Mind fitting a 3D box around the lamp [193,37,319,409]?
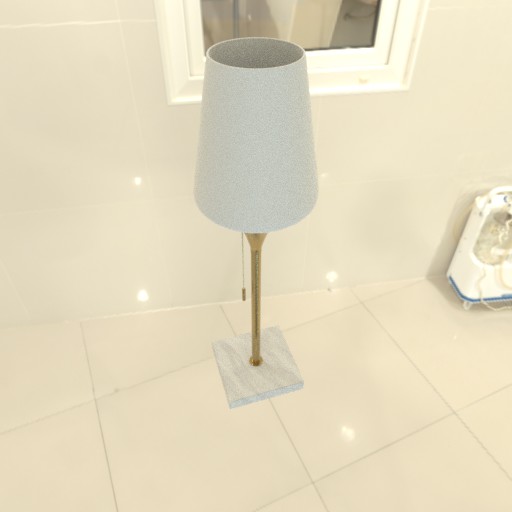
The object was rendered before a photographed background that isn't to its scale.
[{"bbox_3d":[0.000,0.000,0.730,0.181,0.639,0.181,-12,43,-13],"label":"lamp"}]
